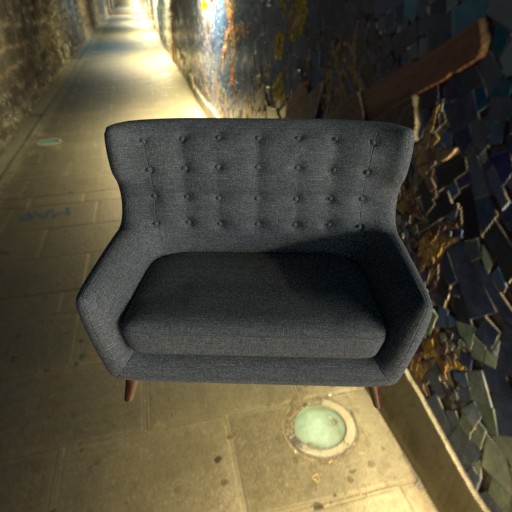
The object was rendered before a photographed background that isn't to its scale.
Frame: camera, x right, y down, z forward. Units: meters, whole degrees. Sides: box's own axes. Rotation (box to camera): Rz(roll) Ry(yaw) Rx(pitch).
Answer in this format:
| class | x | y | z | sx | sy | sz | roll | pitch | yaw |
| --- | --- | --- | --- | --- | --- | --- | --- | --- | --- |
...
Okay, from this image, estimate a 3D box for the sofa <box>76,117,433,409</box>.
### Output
| class | x | y | z | sx | sy | sz | roll | pitch | yaw |
| --- | --- | --- | --- | --- | --- | --- | --- | --- | --- |
| sofa | 0.000 | 0.000 | 1.984 | 1.358 | 1.028 | 0.874 | 1 | 32 | 2 |
